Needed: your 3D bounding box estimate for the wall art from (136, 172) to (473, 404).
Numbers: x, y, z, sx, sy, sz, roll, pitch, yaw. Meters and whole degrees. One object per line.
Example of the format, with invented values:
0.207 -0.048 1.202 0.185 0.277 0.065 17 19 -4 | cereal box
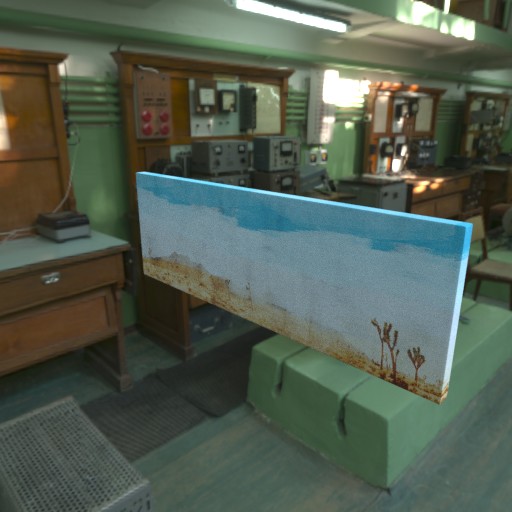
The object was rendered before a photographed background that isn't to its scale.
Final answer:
0.000 0.000 0.844 0.759 0.254 0.044 17 24 42 | wall art
